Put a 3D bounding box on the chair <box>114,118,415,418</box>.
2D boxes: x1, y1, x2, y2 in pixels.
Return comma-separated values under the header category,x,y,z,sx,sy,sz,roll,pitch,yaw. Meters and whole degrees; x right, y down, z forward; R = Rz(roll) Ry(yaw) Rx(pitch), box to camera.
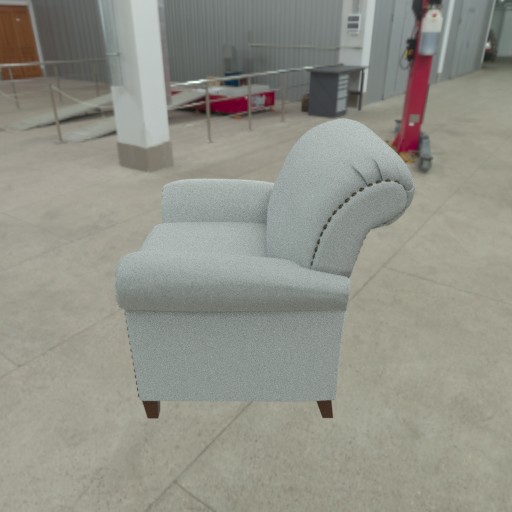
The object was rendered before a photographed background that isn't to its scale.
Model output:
category,x,y,z,sx,sy,sz,roll,pitch,yaw
chair,0.000,0.000,1.656,0.890,0.927,0.854,0,27,0
